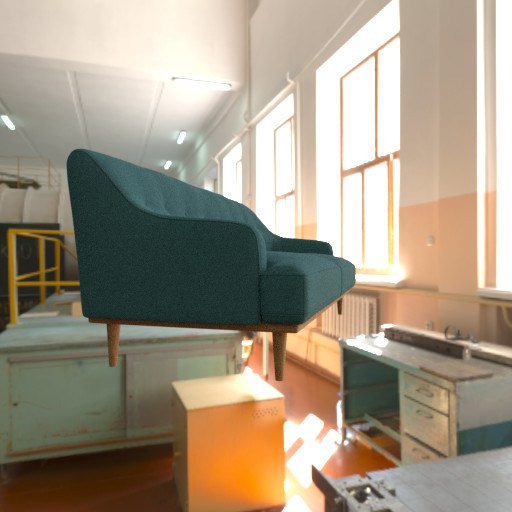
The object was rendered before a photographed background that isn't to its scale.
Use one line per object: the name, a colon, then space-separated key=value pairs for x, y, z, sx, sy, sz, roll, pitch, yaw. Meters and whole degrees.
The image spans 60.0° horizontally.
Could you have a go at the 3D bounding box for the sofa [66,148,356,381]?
sofa: x=0.000 y=0.000 z=2.546 sx=0.978 sy=0.871 sz=2.057 roll=0 pitch=0 yaw=17
